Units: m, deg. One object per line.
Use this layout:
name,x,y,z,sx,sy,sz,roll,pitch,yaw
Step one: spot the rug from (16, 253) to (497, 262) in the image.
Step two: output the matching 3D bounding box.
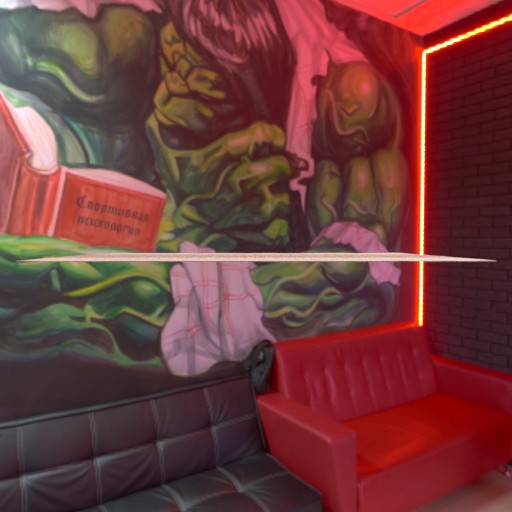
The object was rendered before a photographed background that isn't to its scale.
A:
rug,0.000,0.000,3.006,2.440,0.012,1.522,0,2,0
